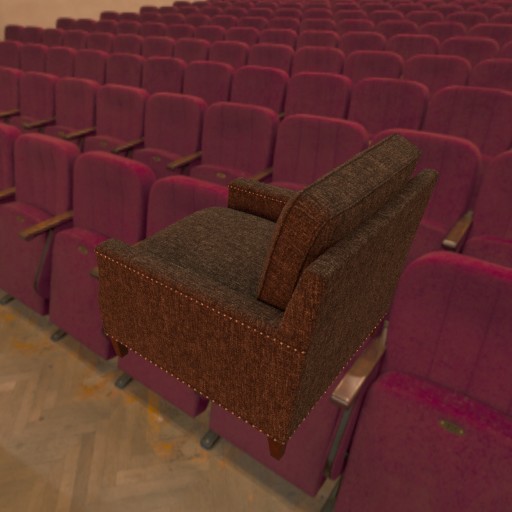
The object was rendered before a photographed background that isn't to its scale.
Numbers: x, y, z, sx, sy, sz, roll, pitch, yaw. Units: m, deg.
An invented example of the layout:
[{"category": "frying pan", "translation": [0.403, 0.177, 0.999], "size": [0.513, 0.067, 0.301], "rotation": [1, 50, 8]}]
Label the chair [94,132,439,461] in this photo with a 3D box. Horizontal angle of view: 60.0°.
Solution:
[{"category": "chair", "translation": [0.000, 0.000, 1.718], "size": [1.014, 0.943, 0.853], "rotation": [21, 37, 31]}]
